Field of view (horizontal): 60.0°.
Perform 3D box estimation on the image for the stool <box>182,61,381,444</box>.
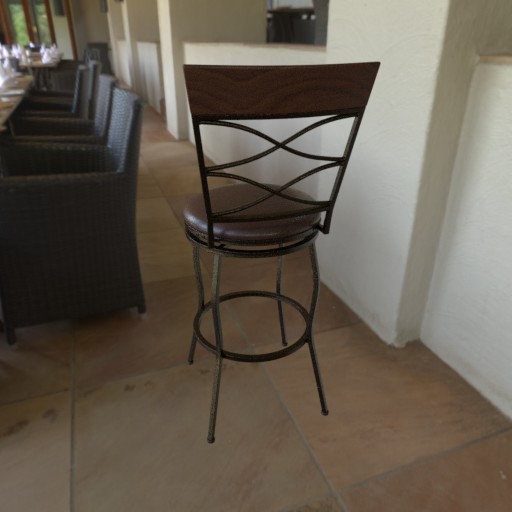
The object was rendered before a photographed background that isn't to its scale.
[{"bbox_3d":[0.000,0.000,1.390,0.448,1.130,0.513,-8,27,-15],"label":"stool"}]
